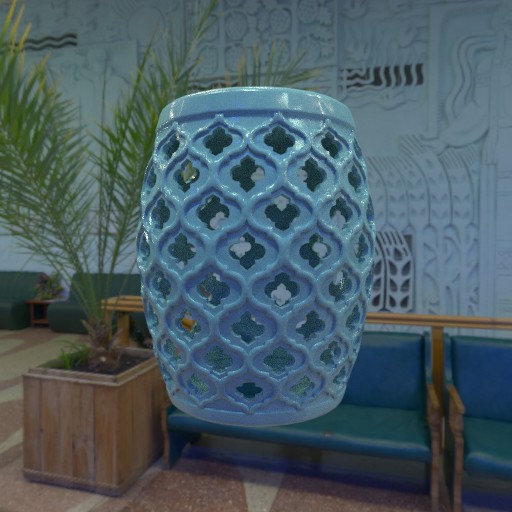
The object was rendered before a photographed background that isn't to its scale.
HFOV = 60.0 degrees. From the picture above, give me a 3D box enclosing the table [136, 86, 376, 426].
[{"bbox_3d":[0.000,0.000,0.623,0.325,0.388,0.325,0,2,0],"label":"table"}]
